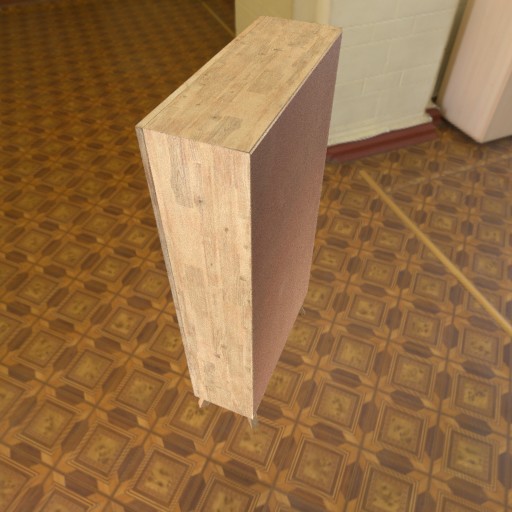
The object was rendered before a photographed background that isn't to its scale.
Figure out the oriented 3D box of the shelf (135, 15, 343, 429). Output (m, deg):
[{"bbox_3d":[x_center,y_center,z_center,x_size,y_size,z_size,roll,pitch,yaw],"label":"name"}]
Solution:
[{"bbox_3d":[0.000,0.000,1.725,0.308,1.471,0.748,17,49,15],"label":"shelf"}]
